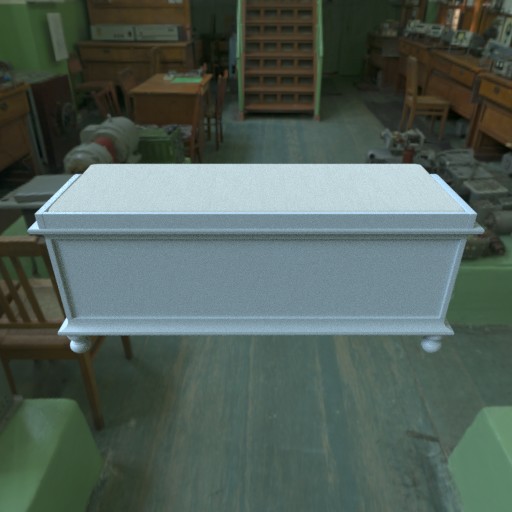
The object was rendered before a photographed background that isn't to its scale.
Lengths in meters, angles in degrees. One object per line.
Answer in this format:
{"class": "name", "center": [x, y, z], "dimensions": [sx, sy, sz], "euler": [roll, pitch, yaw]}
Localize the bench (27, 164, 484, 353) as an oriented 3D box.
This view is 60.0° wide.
{"class": "bench", "center": [0.000, 0.000, 1.419], "dimensions": [1.185, 0.486, 0.402], "euler": [0, 31, 0]}
